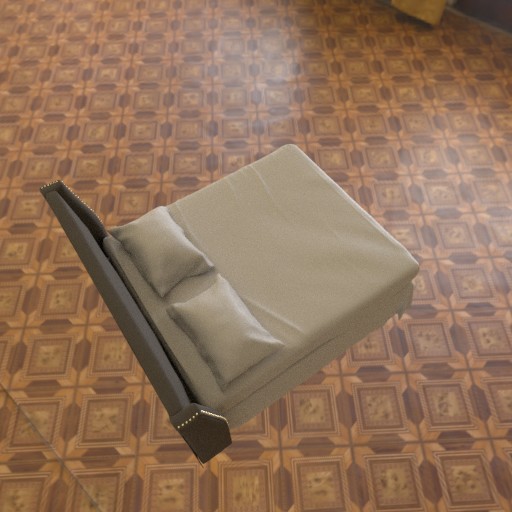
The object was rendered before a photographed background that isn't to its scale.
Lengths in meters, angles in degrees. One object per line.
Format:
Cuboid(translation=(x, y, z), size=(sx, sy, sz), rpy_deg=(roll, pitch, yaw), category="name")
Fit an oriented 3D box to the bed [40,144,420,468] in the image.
Cuboid(translation=(0.000, 0.000, 3.453), size=(2.276, 1.332, 1.925), rpy_deg=(-30, 63, -18), category="bed")
